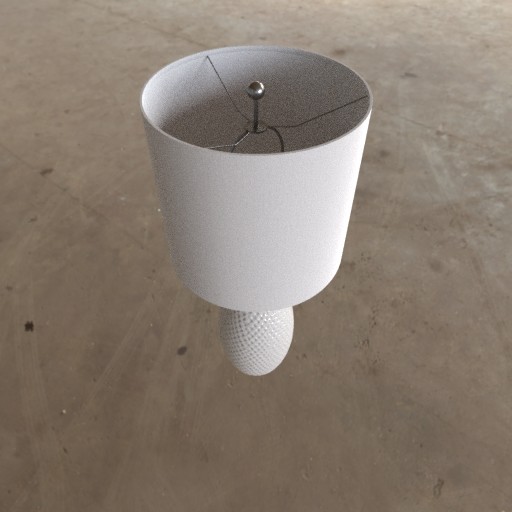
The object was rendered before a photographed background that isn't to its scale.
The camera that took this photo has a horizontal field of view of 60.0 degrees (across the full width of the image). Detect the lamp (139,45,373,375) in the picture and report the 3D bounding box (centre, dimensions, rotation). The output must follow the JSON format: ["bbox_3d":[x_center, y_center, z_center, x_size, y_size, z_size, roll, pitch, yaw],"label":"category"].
[{"bbox_3d":[0.000,0.000,0.577,0.214,0.466,0.214,-23,51,-20],"label":"lamp"}]
